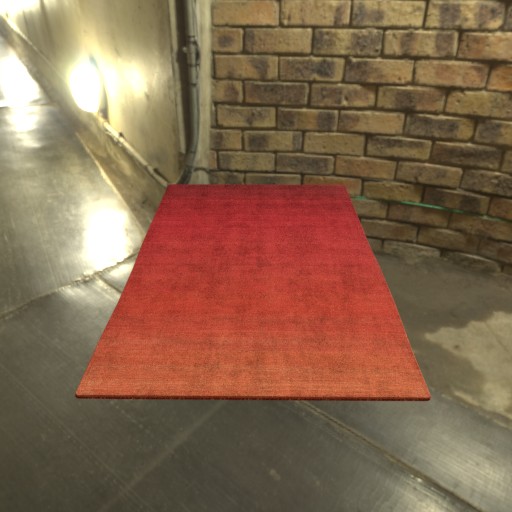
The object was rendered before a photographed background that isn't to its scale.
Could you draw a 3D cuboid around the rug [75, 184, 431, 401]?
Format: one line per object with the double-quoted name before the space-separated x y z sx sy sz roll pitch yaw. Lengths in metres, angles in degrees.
"rug" 0.000 0.000 2.284 1.230 0.018 1.835 0 32 0
